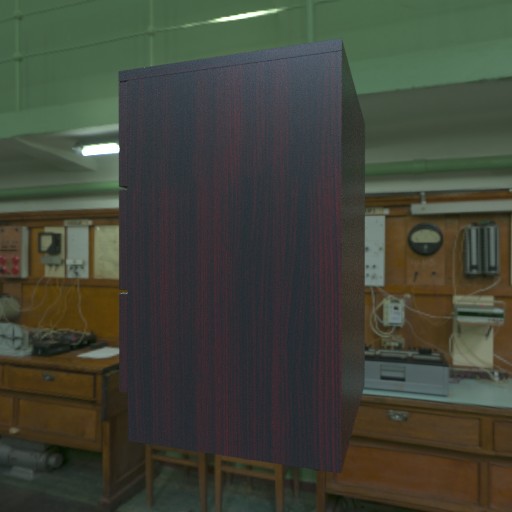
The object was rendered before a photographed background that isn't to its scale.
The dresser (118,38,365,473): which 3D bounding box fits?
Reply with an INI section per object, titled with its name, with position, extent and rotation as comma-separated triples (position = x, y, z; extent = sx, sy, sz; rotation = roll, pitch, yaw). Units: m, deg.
[dresser]
position = 0.000, 0.000, 0.814
extent = 0.360, 0.560, 0.400
rotation = 0, 0, 18
